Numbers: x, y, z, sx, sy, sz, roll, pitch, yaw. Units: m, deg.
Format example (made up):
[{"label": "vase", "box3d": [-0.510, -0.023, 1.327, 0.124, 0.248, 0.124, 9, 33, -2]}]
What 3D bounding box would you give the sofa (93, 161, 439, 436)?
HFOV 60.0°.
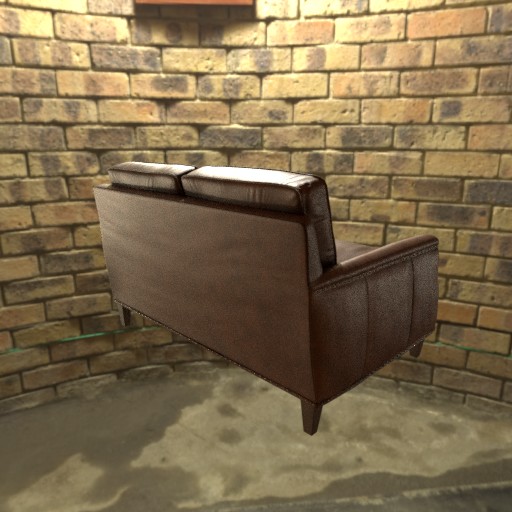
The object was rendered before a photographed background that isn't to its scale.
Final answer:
[{"label": "sofa", "box3d": [0.000, 0.000, 2.385, 1.083, 1.003, 1.628, -15, 21, -43]}]
